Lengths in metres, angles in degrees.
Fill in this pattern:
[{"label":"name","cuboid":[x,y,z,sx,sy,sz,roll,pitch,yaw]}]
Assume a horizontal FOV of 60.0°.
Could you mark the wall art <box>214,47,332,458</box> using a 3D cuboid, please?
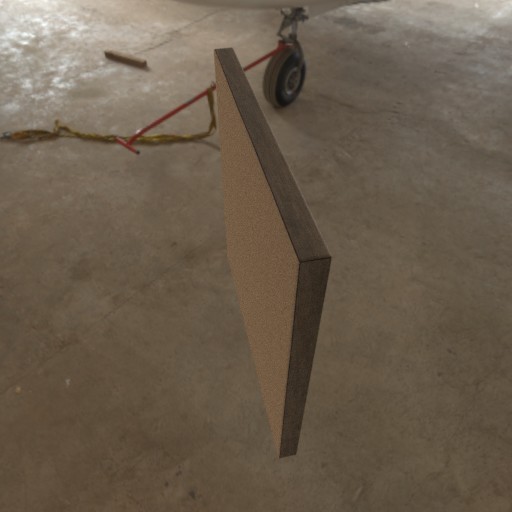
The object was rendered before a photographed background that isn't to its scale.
[{"label":"wall art","cuboid":[0.000,0.000,1.136,0.050,0.751,0.749,-9,47,-9]}]
